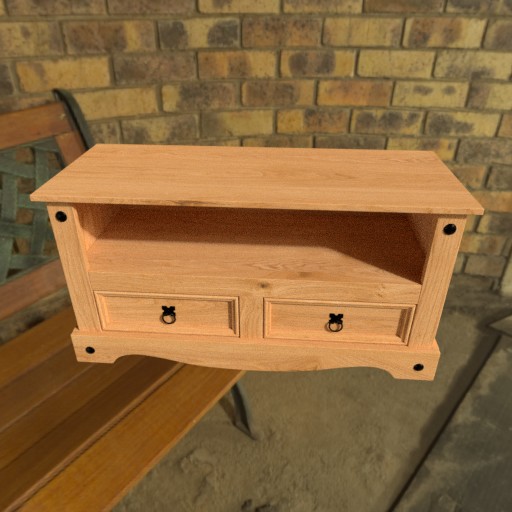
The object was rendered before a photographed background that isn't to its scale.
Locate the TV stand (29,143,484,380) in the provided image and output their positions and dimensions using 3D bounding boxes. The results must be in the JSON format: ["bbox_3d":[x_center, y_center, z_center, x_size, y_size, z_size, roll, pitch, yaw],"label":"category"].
[{"bbox_3d":[0.000,0.000,1.370,1.080,0.550,0.440,2,31,4],"label":"TV stand"}]
